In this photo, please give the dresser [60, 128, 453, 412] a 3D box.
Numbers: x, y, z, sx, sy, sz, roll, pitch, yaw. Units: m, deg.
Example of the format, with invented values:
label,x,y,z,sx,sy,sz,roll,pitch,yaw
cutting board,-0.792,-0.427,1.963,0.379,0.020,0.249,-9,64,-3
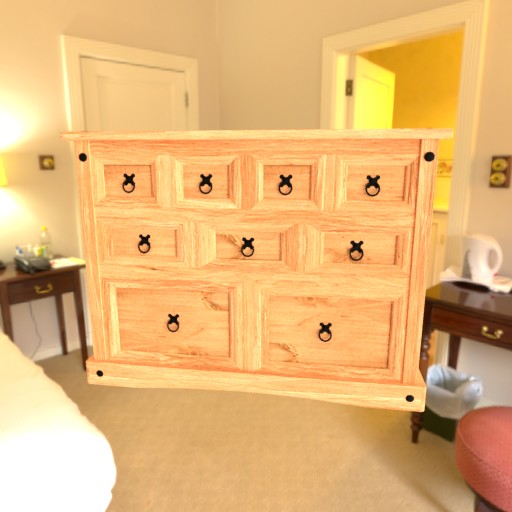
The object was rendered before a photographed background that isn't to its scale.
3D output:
label,x,y,z,sx,sy,sz,roll,pitch,yaw
dresser,0.000,0.000,1.379,0.990,0.740,0.410,2,13,9
